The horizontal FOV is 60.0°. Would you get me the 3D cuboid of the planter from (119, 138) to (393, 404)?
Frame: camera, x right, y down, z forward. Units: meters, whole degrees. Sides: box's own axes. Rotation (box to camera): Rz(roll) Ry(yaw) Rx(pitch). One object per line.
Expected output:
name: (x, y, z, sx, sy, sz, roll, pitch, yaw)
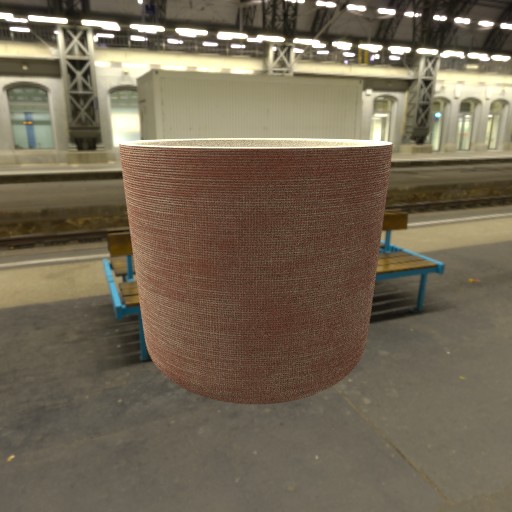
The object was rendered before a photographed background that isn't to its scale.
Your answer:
planter: (0.000, 0.000, 0.798, 0.440, 0.398, 0.440, 0, 16, 0)
